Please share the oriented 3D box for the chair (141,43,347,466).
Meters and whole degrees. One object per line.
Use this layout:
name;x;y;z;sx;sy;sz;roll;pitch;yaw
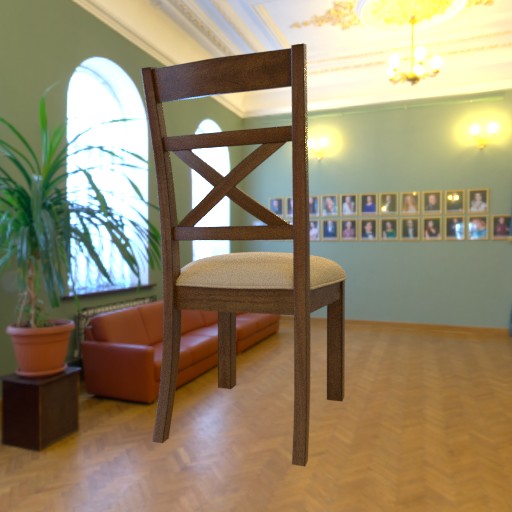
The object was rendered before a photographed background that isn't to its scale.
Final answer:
chair;0.000;0.000;1.292;0.461;0.949;0.581;0;1;19
